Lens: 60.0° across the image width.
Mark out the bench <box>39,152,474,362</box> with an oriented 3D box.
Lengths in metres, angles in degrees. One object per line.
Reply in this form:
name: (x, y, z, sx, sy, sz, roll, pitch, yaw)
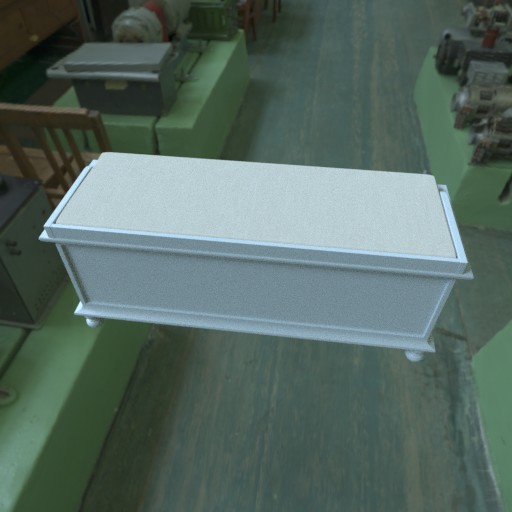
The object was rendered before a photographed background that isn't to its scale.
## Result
bench: (0.000, 0.000, 1.474, 1.185, 0.486, 0.402, 5, 45, 5)
